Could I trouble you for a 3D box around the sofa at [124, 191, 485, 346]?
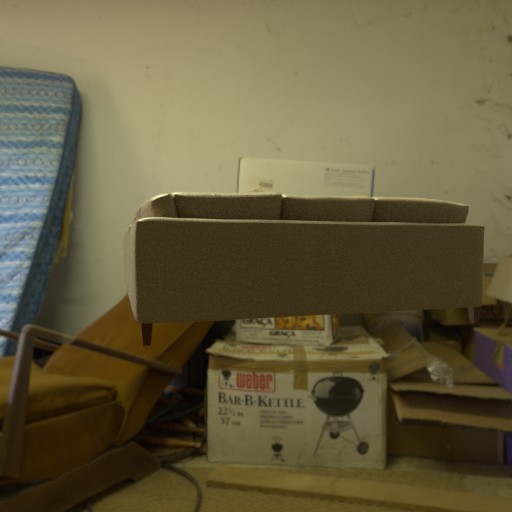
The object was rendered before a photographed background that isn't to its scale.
[{"bbox_3d":[0.000,0.000,4.589,2.594,0.961,3.460,0,2,-18],"label":"sofa"}]
